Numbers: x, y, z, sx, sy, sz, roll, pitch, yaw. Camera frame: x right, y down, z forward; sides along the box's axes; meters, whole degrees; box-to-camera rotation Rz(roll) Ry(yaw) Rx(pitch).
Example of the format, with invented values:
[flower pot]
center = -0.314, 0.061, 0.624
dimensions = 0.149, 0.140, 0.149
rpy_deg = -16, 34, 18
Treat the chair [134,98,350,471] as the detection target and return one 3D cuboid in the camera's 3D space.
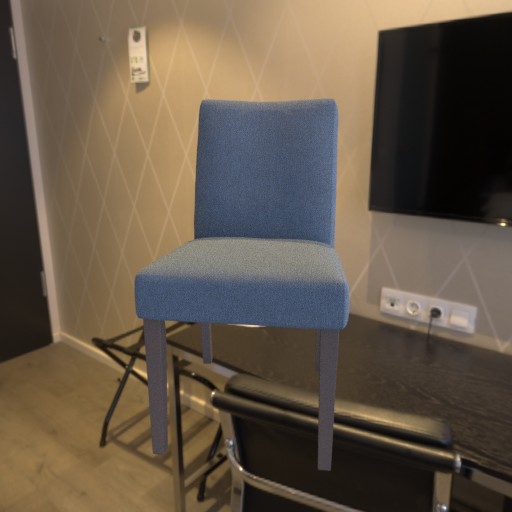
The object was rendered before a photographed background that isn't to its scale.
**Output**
[chair]
center = 0.000, 0.000, 1.252
dimensions = 0.487, 0.882, 0.629
rpy_deg = 2, 15, 7
